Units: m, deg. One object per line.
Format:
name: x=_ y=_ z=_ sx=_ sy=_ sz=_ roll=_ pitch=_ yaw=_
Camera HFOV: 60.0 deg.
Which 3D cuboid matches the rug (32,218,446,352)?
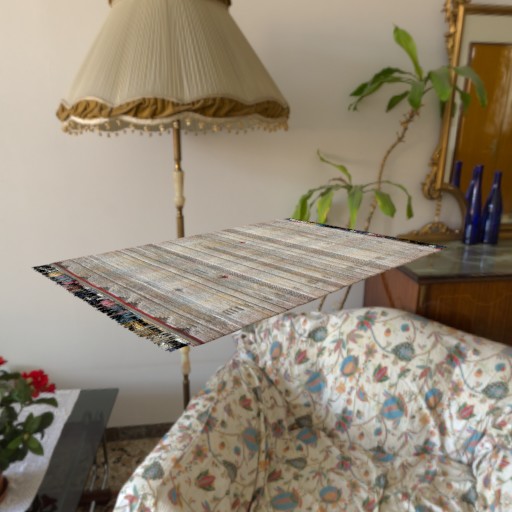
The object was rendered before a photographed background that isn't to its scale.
rug: x=0.000 y=0.000 z=2.299 sx=1.848 sy=0.012 sz=1.217 roll=-14 pitch=21 yaw=-41
